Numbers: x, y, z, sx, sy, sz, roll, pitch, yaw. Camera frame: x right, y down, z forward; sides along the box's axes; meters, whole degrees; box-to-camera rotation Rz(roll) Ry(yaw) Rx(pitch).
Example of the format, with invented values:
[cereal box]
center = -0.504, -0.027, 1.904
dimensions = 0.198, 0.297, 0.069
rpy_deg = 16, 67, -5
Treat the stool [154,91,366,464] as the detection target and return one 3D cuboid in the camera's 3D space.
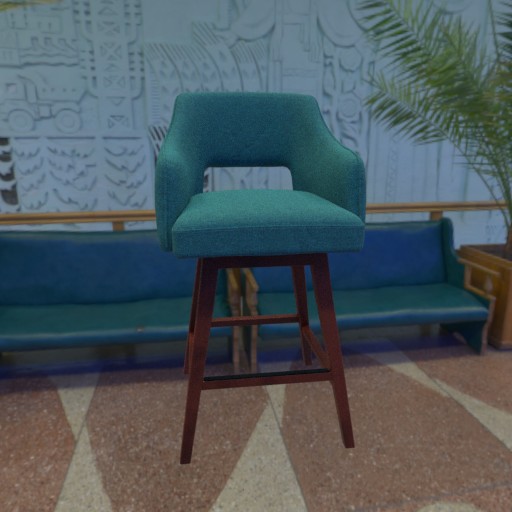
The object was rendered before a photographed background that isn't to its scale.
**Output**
[stool]
center = 0.000, 0.000, 1.313
dimensions = 0.548, 0.961, 0.556
rpy_deg = -2, 16, -8
